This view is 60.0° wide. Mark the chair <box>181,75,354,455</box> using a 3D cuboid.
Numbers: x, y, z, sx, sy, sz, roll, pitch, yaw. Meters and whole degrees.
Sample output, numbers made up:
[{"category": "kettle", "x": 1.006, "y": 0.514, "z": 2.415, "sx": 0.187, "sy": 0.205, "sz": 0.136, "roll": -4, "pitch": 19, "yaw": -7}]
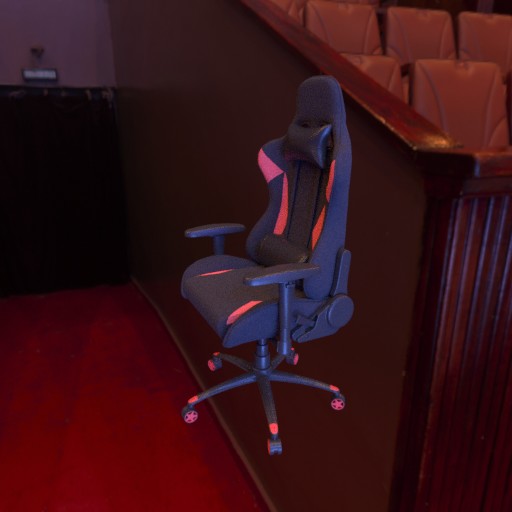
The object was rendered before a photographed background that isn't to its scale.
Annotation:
[{"category": "chair", "x": 0.000, "y": 0.000, "z": 1.737, "sx": 0.658, "sy": 1.326, "sz": 0.695, "roll": -8, "pitch": 20, "yaw": -24}]
